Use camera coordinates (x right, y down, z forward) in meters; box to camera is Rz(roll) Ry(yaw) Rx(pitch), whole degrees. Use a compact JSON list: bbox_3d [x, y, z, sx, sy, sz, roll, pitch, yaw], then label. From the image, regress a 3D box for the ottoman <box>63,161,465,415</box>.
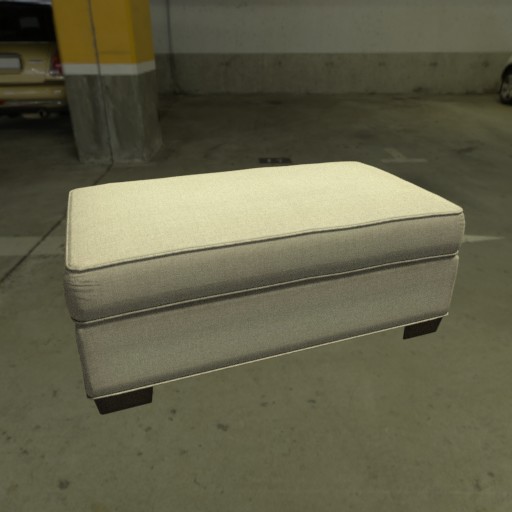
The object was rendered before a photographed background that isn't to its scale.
[{"bbox_3d":[0.000,0.000,1.426,1.097,0.461,0.617,-9,28,-18],"label":"ottoman"}]
